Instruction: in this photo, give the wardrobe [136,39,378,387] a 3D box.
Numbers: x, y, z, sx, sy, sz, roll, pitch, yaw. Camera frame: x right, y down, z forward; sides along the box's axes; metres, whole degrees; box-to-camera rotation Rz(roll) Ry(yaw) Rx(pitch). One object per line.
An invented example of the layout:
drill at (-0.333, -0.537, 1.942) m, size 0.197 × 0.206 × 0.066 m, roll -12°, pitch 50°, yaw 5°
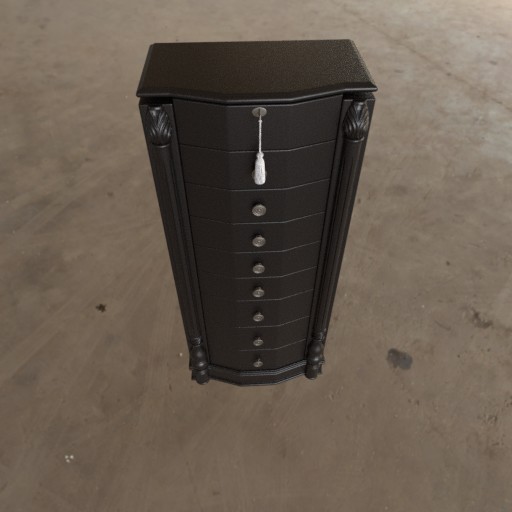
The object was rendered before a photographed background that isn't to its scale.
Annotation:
wardrobe at (0.000, 0.000, 1.192) m, size 0.444 × 1.011 × 0.295 m, roll -2°, pitch 46°, yaw -2°
